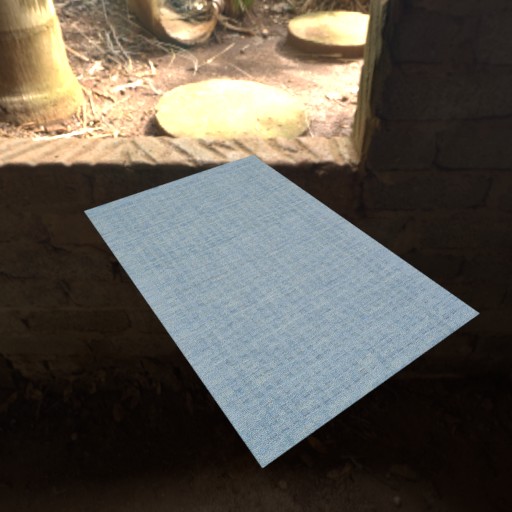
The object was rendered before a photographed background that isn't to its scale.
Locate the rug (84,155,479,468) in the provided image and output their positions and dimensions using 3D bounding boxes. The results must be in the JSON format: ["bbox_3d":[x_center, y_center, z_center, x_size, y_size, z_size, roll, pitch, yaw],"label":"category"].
[{"bbox_3d":[0.000,0.000,2.914,1.522,0.006,2.286,-24,47,-26],"label":"rug"}]
